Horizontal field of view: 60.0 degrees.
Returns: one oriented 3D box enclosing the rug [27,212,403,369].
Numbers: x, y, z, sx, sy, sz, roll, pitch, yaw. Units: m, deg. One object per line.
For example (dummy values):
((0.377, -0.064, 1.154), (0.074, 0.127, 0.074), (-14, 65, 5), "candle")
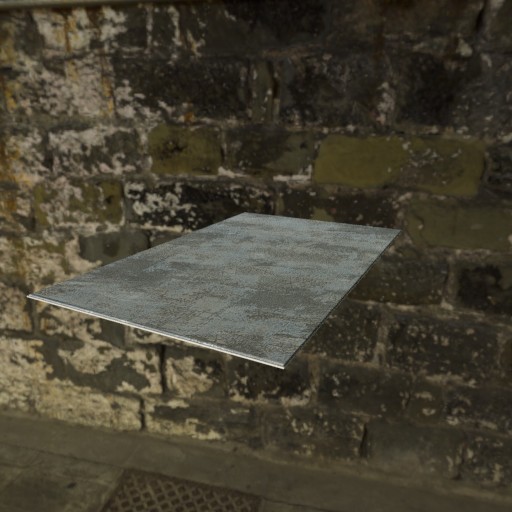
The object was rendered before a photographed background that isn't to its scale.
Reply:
((0.000, 0.000, 3.091), (1.536, 0.012, 2.431), (9, 20, 26), "rug")
